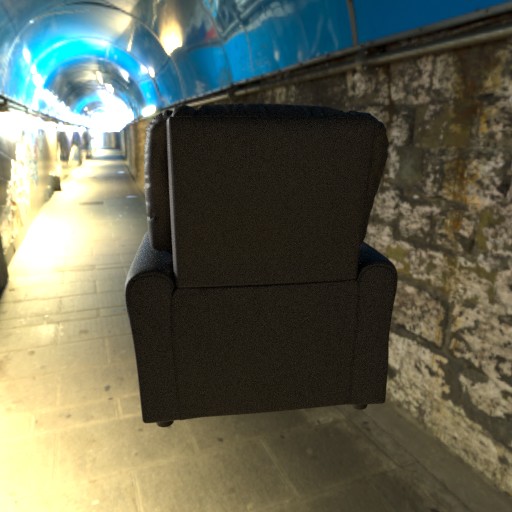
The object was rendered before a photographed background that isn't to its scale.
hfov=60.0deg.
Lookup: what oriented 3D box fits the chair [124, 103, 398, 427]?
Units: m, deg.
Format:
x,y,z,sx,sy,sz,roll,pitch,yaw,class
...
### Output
x,y,z,sx,sy,sz,roll,pitch,yaw,class
0.000,0.000,1.132,0.610,0.709,0.521,-2,15,-8,chair
